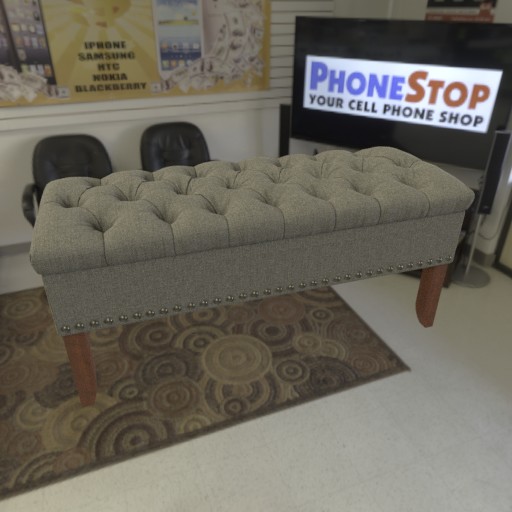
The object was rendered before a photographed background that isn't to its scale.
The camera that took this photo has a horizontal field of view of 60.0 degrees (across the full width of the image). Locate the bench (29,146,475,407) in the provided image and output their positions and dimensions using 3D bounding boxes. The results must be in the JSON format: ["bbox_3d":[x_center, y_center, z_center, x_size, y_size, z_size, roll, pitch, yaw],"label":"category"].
[{"bbox_3d":[0.000,0.000,1.255,1.052,0.470,0.417,-9,31,-16],"label":"bench"}]
